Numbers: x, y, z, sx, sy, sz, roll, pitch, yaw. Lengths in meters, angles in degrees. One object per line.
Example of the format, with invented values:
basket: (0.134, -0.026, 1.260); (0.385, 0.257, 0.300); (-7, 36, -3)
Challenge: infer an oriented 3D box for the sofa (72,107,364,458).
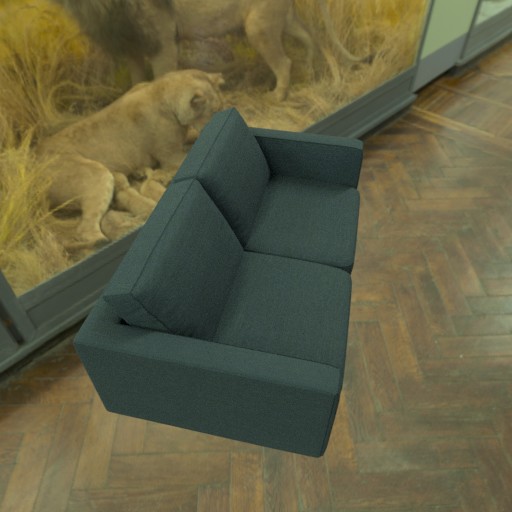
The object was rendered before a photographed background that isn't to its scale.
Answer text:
sofa: (0.000, 0.000, 2.273); (0.999, 0.907, 1.659); (9, 46, 9)
